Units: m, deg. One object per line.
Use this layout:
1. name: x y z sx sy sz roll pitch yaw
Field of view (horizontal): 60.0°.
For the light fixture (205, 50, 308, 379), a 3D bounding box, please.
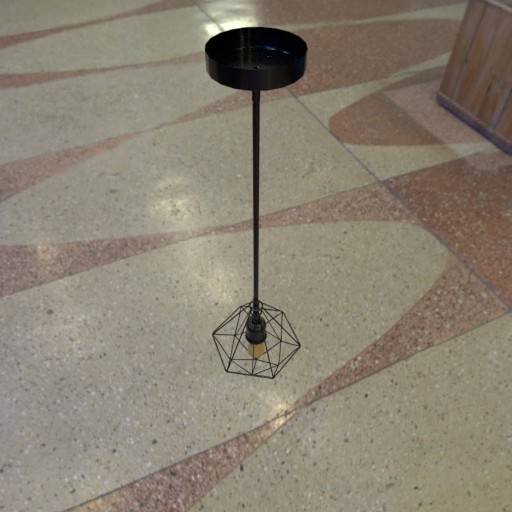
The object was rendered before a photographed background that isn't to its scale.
1. light fixture: 0.000 0.000 1.913 0.431 1.764 0.487 -16 49 -14
